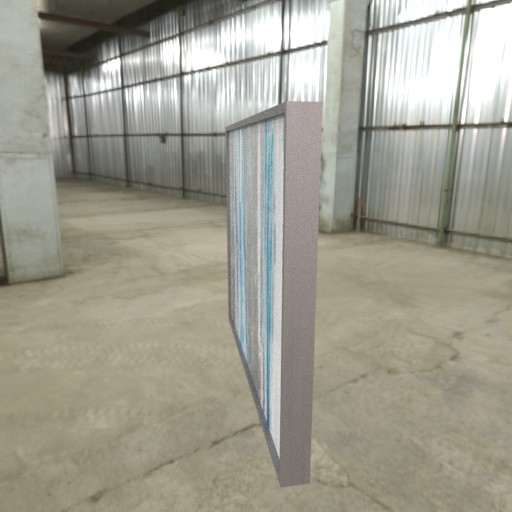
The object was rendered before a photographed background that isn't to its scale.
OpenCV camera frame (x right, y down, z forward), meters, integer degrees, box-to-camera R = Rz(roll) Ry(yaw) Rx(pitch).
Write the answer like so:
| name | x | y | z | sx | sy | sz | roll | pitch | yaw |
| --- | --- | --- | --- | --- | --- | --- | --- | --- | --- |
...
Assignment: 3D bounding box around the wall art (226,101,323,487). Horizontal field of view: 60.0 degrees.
| name | x | y | z | sx | sy | sz | roll | pitch | yaw |
| --- | --- | --- | --- | --- | --- | --- | --- | --- | --- |
| wall art | 0.000 | 0.000 | 0.761 | 0.037 | 0.450 | 0.557 | -2 | 14 | -10 |
